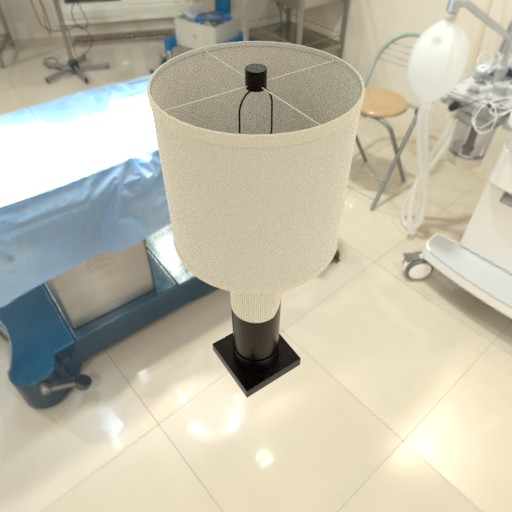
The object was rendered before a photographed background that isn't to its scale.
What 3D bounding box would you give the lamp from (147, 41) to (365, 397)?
[{"bbox_3d":[0.000,0.000,0.604,0.211,0.509,0.211,-26,51,-23],"label":"lamp"}]
